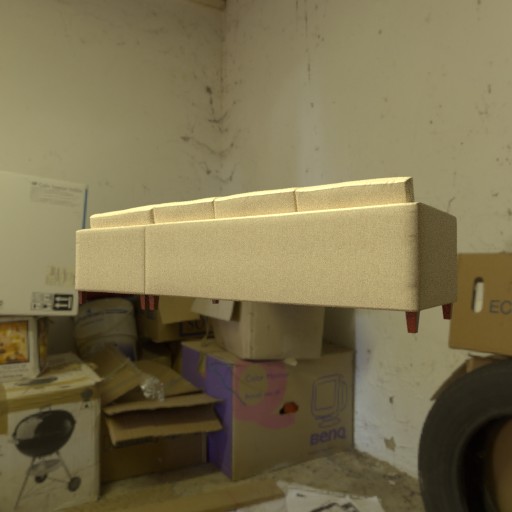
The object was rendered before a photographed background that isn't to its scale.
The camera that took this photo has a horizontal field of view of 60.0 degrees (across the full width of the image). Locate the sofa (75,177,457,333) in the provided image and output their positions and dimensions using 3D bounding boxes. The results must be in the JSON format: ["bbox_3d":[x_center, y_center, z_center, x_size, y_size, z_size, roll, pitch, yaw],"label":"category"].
[{"bbox_3d":[0.000,0.000,4.138,3.471,0.954,1.603,-1,-2,37],"label":"sofa"}]
